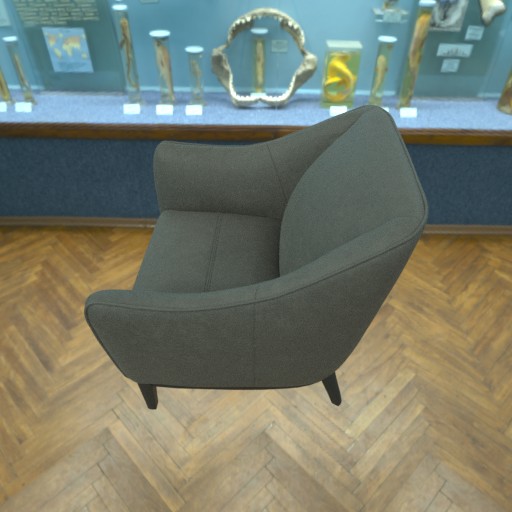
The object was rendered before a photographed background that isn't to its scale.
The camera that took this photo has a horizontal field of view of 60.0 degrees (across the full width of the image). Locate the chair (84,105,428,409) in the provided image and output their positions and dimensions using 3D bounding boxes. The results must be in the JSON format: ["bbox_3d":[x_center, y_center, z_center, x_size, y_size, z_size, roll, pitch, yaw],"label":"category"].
[{"bbox_3d":[0.000,0.000,1.518,0.852,0.830,0.871,2,42,2],"label":"chair"}]
